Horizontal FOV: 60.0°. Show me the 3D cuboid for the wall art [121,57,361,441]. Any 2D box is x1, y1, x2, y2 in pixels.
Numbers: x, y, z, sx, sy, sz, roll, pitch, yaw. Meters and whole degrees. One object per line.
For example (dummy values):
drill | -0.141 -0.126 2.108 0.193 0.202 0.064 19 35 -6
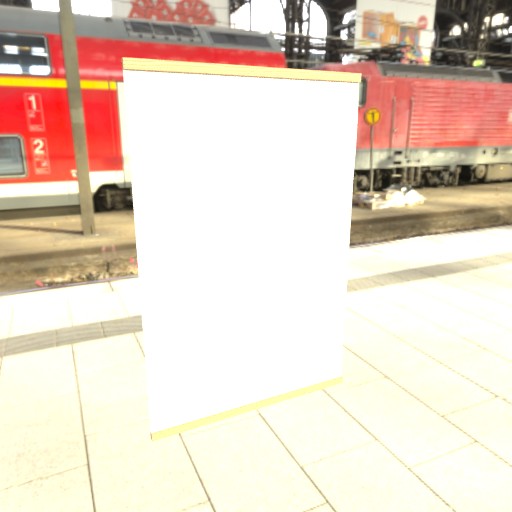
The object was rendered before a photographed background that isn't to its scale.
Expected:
wall art | 0.000 0.000 1.924 1.011 1.521 0.025 -8 18 -26
